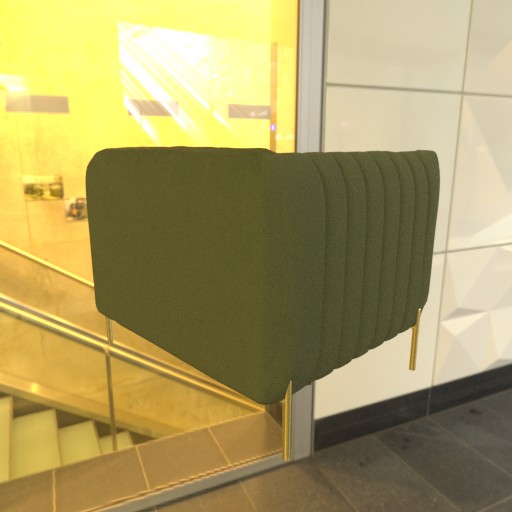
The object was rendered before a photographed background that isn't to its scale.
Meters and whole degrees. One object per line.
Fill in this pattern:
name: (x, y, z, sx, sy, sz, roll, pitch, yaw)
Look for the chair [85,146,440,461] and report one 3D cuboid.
chair: (0.000, 0.000, 1.650, 0.877, 0.794, 1.032, -13, 19, -43)
